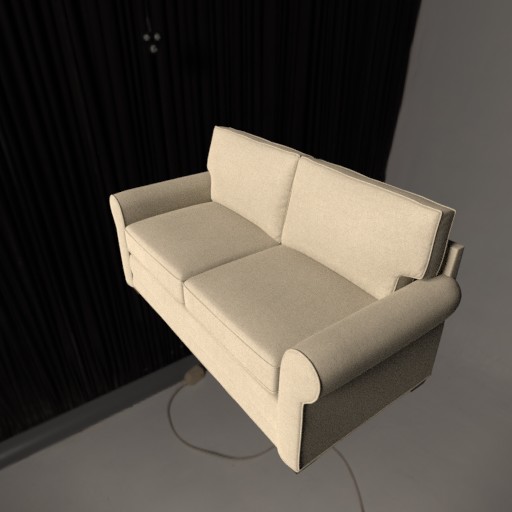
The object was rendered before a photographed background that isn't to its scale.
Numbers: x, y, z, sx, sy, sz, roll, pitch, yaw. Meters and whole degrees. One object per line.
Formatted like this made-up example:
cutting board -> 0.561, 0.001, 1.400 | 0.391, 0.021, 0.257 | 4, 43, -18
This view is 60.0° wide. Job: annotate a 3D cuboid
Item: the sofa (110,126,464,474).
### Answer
sofa -> 0.000, 0.000, 2.221 | 0.861, 0.933, 1.774 | -20, 36, -31
